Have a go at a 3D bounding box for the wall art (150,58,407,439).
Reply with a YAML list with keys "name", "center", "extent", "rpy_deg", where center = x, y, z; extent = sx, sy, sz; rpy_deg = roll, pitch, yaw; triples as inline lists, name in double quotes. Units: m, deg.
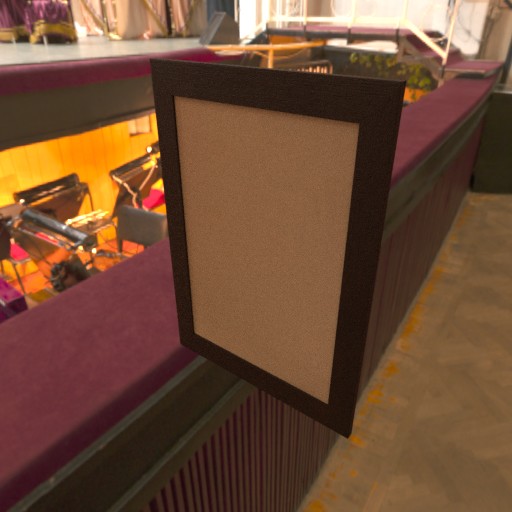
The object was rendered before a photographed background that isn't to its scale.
- name: "wall art"
  center: [0.000, 0.000, 0.645]
  extent: [0.359, 0.508, 0.013]
  rpy_deg: [20, 35, 32]
